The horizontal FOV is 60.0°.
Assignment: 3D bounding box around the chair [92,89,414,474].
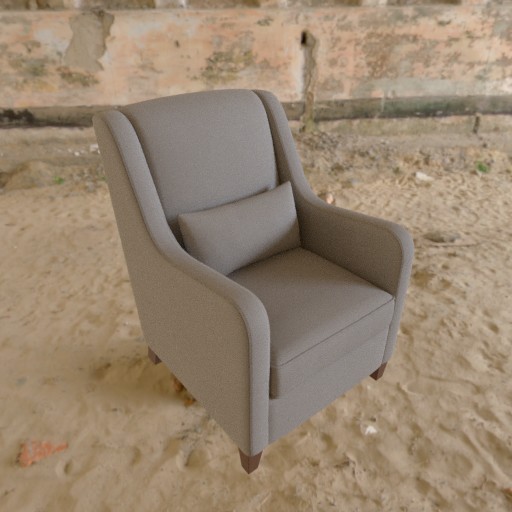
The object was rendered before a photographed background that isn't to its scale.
[{"bbox_3d":[0.000,0.000,1.591,0.715,1.010,0.863,-22,37,-32],"label":"chair"}]
